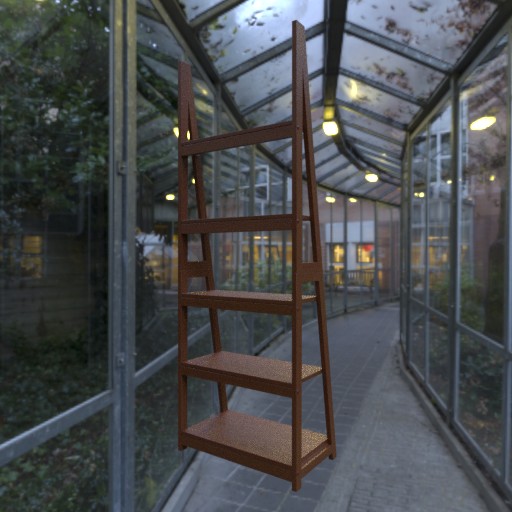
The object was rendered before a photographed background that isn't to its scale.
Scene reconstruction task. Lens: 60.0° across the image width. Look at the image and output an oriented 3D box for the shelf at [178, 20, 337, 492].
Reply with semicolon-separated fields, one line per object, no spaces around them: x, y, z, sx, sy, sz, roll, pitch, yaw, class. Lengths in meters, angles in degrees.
0.000;0.000;1.994;0.630;1.780;0.356;0;0;35;shelf
